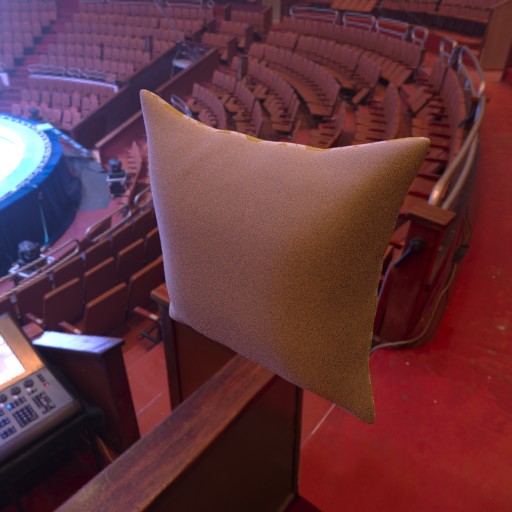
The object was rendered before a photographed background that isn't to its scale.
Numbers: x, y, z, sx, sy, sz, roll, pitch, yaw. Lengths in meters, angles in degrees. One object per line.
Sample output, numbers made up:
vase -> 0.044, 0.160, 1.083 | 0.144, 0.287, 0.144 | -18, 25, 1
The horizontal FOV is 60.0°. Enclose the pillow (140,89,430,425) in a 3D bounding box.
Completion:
pillow -> 0.000, 0.000, 0.765 | 0.504, 0.494, 0.188 | 21, 36, 31
